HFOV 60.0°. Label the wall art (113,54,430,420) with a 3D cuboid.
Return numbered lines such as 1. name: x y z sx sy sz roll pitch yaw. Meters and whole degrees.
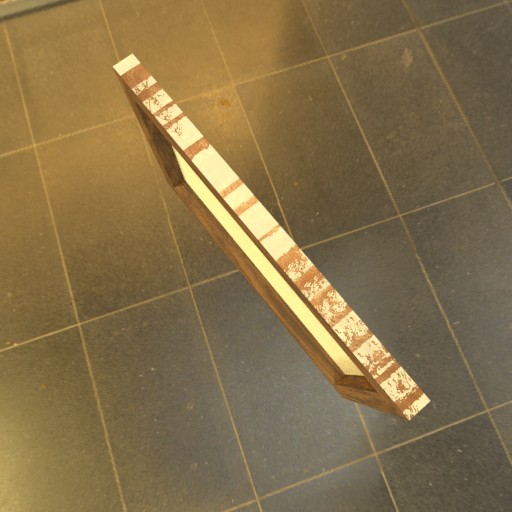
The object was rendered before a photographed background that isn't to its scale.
1. wall art: 0.000 0.000 0.771 0.035 0.405 0.609 -38 79 -9
